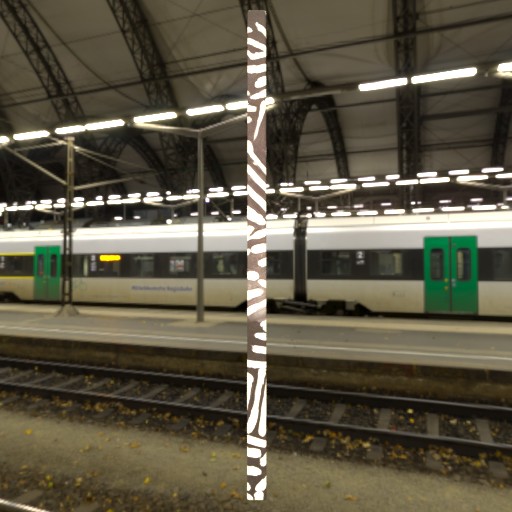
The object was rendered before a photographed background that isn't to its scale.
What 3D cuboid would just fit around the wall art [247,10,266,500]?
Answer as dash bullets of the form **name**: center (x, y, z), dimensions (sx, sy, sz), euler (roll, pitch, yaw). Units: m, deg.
- **wall art**: center (0.000, 0.000, 1.135), dimensions (0.035, 0.918, 0.615), euler (0, -1, 0)
